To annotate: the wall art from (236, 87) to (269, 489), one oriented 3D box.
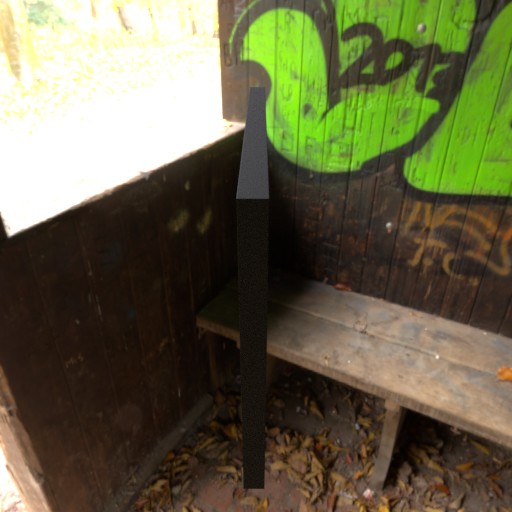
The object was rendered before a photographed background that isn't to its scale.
[{"bbox_3d":[0.000,0.000,0.763,0.030,0.454,0.554,0,31,1],"label":"wall art"}]
